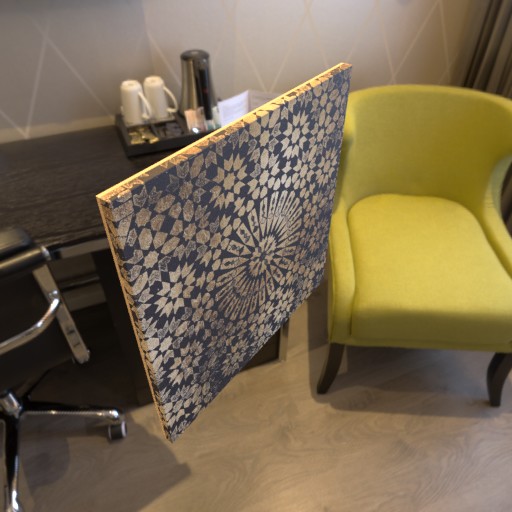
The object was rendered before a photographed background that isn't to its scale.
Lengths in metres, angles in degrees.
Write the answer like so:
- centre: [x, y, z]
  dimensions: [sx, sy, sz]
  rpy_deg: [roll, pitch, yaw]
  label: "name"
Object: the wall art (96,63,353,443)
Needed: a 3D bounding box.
- centre: [0.000, 0.000, 1.370]
  dimensions: [0.038, 0.914, 0.914]
  rpy_deg: [27, 48, 27]
  label: "wall art"
